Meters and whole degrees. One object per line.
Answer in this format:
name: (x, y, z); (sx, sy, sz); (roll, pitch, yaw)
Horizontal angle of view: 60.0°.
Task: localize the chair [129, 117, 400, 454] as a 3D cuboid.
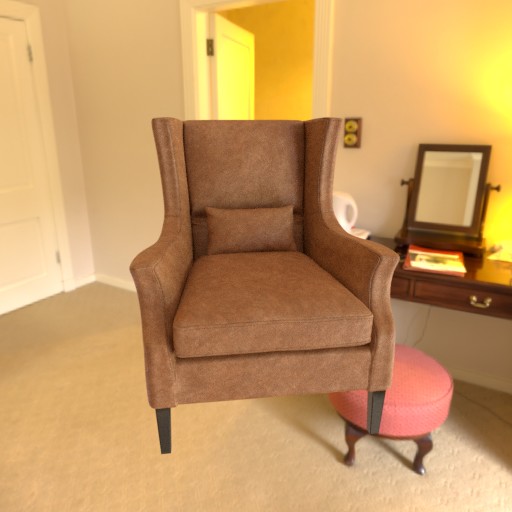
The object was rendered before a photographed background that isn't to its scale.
chair: (0.000, 0.000, 1.700); (0.853, 1.016, 0.926); (-2, 18, -7)
